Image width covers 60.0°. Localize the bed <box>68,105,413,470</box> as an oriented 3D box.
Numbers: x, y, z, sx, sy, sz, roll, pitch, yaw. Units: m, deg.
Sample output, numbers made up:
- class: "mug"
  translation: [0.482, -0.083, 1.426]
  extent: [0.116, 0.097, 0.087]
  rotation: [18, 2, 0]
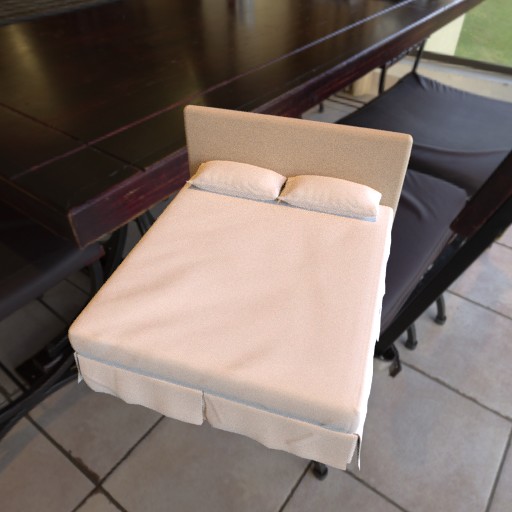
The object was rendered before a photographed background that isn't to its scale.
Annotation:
- class: "bed"
  translation: [0.000, 0.000, 3.481]
  extent: [2.119, 1.317, 2.319]
  rotation: [12, 43, 13]
